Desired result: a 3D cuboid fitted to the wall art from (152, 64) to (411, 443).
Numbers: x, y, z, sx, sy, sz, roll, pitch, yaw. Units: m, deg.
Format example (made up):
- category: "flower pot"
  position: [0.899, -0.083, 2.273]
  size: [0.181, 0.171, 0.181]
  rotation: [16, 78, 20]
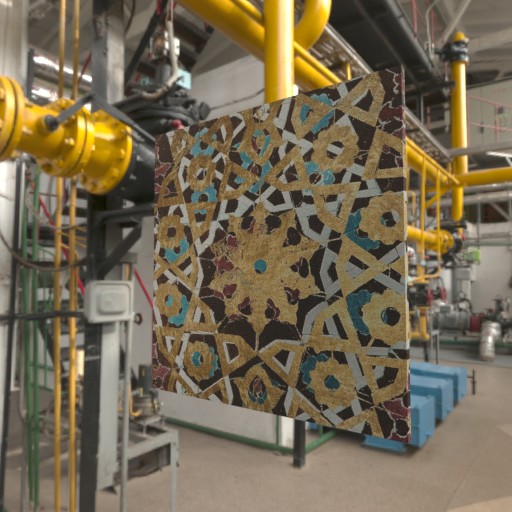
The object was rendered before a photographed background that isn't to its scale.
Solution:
- category: "wall art"
  position: [0.000, 0.000, 0.598]
  size: [0.404, 0.406, 0.010]
  rotation: [-2, -4, 37]
